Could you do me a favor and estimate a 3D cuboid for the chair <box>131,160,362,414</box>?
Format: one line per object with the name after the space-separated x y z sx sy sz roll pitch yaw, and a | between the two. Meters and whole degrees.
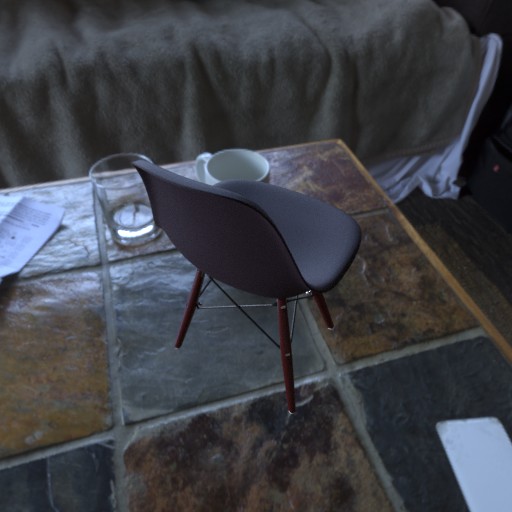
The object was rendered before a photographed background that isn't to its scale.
0.000 0.000 1.151 0.470 0.826 0.533 22 51 19 | chair
